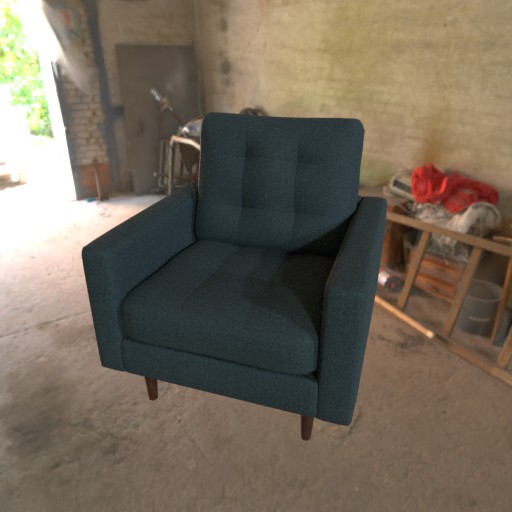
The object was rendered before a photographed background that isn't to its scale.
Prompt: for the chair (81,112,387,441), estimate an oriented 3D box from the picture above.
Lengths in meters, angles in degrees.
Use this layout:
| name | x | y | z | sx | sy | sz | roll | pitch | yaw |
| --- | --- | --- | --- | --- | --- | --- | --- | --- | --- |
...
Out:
| name | x | y | z | sx | sy | sz | roll | pitch | yaw |
| --- | --- | --- | --- | --- | --- | --- | --- | --- | --- |
| chair | 0.000 | 0.000 | 1.549 | 0.821 | 0.880 | 0.843 | 8 | 26 | 17 |
